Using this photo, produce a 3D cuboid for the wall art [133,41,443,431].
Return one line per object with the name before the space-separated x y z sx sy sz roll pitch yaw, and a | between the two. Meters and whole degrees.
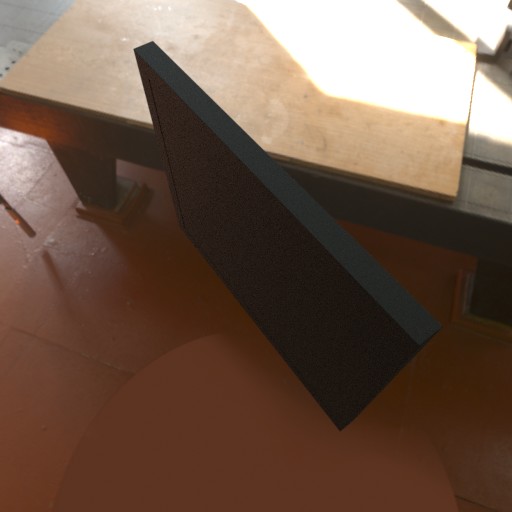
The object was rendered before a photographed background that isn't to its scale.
wall art | 0.000 0.000 0.527 0.024 0.329 0.404 -32 64 -18
